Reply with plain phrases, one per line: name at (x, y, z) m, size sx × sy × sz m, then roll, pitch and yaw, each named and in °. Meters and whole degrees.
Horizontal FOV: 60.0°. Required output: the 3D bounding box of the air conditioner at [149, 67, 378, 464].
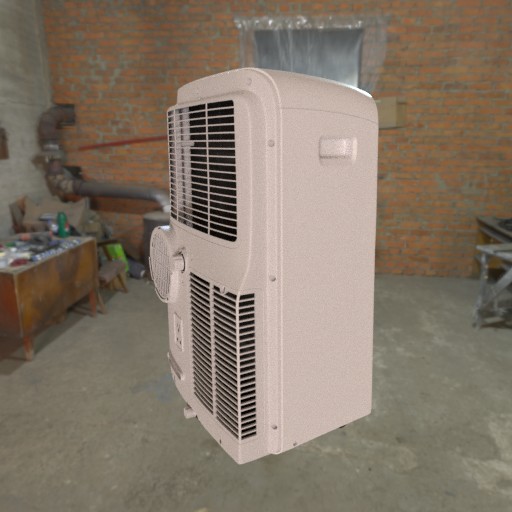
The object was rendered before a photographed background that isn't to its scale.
air conditioner at (0.000, 0.000, 0.953) m, size 0.365 × 0.700 × 0.454 m, roll -8°, pitch 16°, yaw -28°
